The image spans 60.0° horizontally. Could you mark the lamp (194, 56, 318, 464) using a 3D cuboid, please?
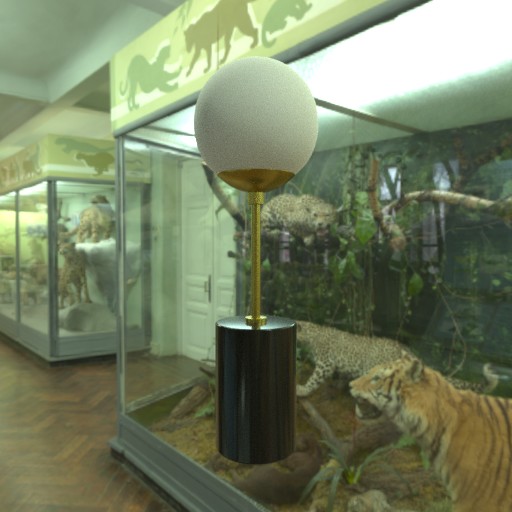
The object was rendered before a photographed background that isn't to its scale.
[{"bbox_3d":[0.000,0.000,0.555,0.153,0.480,0.153,0,2,0],"label":"lamp"}]
